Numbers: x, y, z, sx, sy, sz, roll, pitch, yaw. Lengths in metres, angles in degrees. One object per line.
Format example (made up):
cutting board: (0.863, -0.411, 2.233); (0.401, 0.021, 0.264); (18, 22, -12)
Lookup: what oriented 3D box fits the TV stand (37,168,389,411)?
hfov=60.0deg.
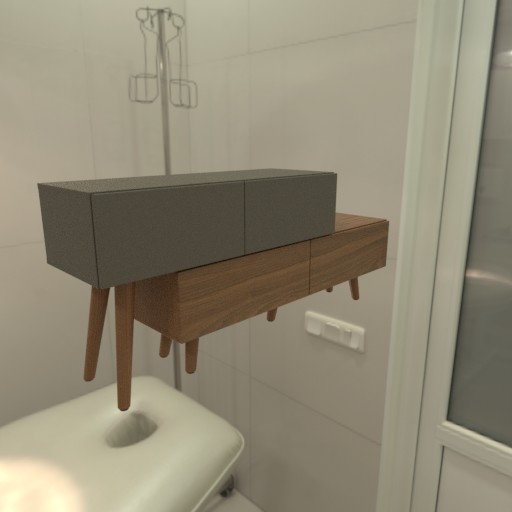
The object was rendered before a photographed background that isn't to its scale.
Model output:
TV stand: (0.000, 0.000, 1.611); (1.336, 0.591, 0.329); (-14, 20, -43)
